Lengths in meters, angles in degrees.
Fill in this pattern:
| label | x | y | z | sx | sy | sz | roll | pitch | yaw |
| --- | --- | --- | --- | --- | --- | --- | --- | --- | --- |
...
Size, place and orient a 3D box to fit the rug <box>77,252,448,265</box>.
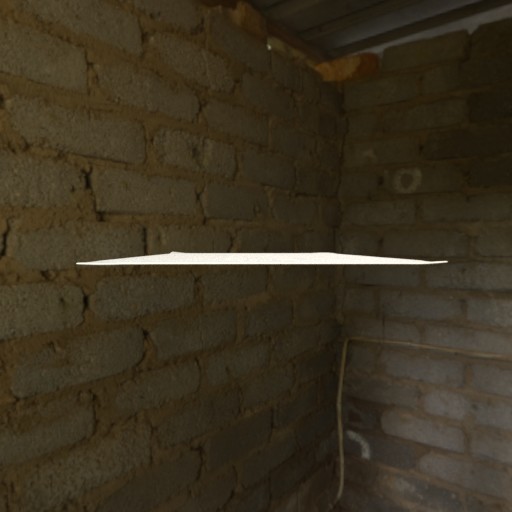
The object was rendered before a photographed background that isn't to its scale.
| label | x | y | z | sx | sy | sz | roll | pitch | yaw |
| --- | --- | --- | --- | --- | --- | --- | --- | --- | --- |
| rug | 0.000 | 0.000 | 2.407 | 1.214 | 0.023 | 1.947 | 0 | 1 | -2 |
